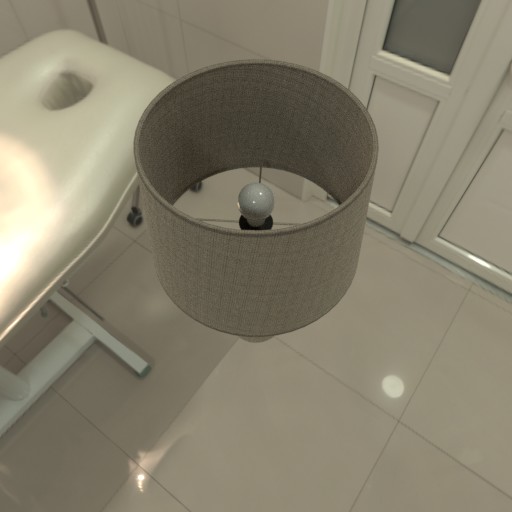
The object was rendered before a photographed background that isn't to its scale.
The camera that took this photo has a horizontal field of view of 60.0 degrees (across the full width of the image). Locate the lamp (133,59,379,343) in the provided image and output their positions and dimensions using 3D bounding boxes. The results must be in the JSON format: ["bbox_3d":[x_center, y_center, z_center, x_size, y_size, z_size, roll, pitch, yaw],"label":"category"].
[{"bbox_3d":[0.000,0.000,0.841,0.367,0.609,0.367,0,58,0],"label":"lamp"}]
